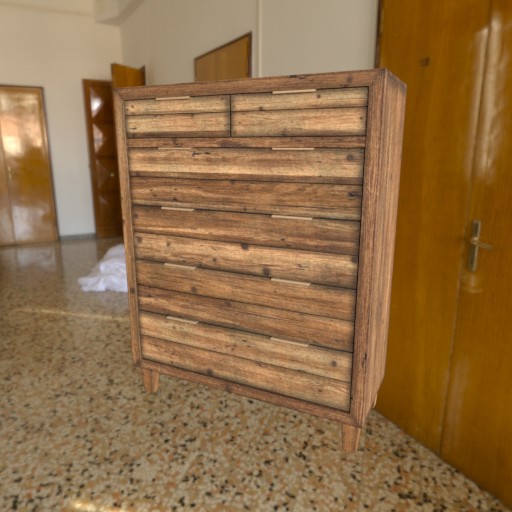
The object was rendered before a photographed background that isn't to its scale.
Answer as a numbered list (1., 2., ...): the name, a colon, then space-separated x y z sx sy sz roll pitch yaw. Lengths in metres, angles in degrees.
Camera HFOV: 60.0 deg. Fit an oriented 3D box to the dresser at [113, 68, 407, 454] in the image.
1. dresser: 0.000 0.000 1.890 1.067 1.359 0.438 7 15 25
